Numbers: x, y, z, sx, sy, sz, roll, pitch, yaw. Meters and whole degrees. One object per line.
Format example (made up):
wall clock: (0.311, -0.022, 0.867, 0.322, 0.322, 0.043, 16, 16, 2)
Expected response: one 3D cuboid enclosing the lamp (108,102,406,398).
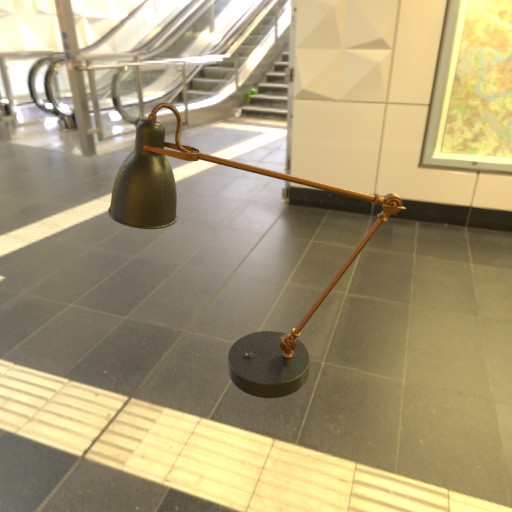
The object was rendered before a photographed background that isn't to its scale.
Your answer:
lamp: (0.000, 0.000, 0.894, 0.561, 0.587, 0.187, 0, 27, 0)
